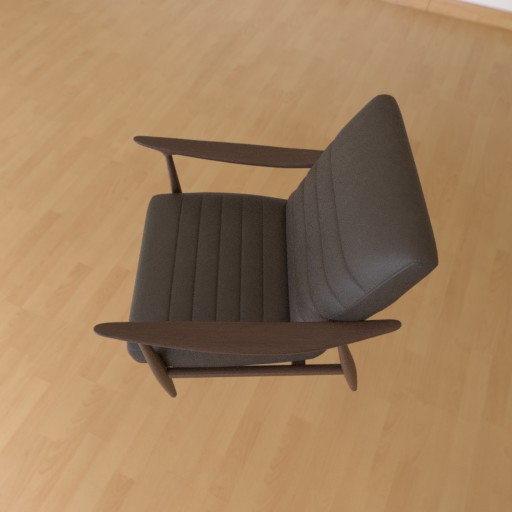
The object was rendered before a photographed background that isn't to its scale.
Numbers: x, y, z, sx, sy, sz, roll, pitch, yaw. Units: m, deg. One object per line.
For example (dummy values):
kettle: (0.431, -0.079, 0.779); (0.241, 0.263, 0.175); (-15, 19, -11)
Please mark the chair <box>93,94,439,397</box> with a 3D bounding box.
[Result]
chair: (0.000, 0.000, 1.418); (0.798, 0.831, 0.741); (0, 58, 0)
